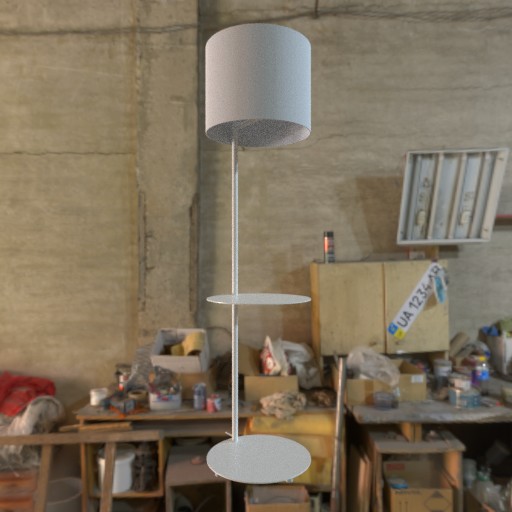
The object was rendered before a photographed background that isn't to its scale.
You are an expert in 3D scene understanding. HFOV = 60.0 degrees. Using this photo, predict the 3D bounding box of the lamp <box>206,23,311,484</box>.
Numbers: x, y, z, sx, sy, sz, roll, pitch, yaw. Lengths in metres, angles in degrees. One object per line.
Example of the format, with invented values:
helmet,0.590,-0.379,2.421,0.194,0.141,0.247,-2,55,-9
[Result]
lamp,0.000,0.000,1.593,0.372,1.465,0.405,0,0,-35
